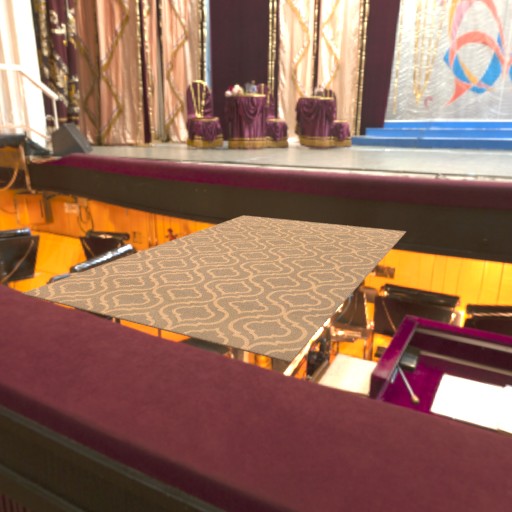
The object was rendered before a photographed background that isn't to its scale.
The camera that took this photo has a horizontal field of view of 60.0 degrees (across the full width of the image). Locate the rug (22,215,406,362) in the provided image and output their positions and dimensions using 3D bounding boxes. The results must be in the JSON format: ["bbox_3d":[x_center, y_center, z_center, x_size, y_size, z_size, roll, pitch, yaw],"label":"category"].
[{"bbox_3d":[0.000,0.000,2.211,1.141,0.015,1.749,9,19,27],"label":"rug"}]
